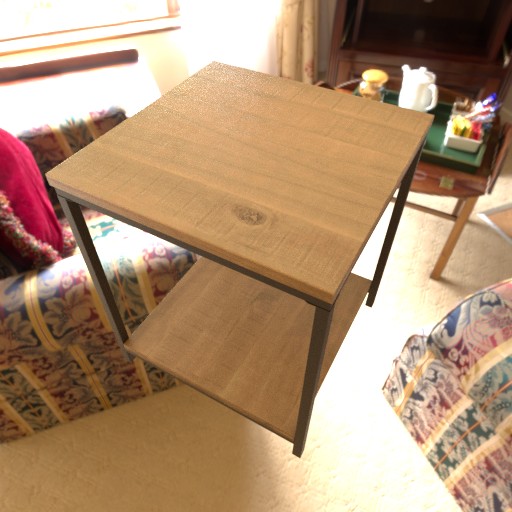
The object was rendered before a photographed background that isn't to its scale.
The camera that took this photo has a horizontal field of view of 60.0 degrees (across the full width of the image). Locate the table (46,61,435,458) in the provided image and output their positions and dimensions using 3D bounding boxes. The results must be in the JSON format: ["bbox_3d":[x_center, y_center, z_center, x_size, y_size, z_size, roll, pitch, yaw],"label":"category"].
[{"bbox_3d":[0.000,0.000,1.002,0.507,0.589,0.503,22,50,20],"label":"table"}]
